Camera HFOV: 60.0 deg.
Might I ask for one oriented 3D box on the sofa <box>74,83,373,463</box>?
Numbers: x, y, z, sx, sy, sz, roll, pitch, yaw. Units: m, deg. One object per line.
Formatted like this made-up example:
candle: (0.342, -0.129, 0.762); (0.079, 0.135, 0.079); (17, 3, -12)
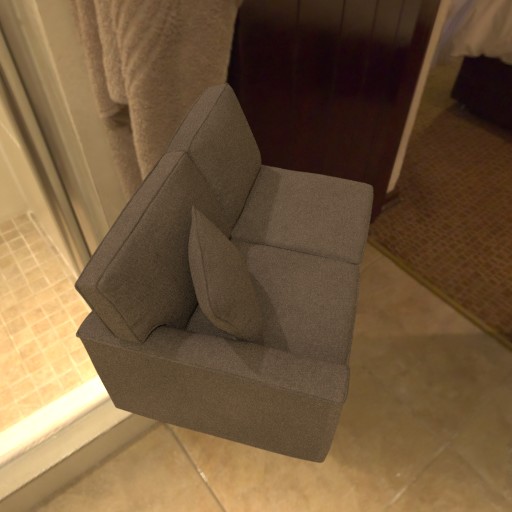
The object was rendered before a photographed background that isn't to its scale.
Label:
sofa: (0.000, 0.000, 2.059); (0.991, 0.989, 1.388); (11, 48, 10)
